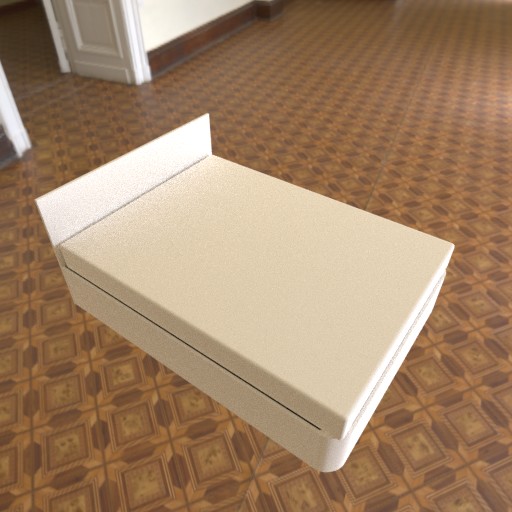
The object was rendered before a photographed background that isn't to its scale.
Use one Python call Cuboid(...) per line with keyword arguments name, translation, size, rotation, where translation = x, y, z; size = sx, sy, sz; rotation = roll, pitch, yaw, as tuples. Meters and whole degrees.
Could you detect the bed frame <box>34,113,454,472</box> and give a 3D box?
Cuboid(name="bed frame", translation=(0.000, 0.000, 2.623), size=(1.900, 0.800, 1.400), rotation=(25, 47, 27))
